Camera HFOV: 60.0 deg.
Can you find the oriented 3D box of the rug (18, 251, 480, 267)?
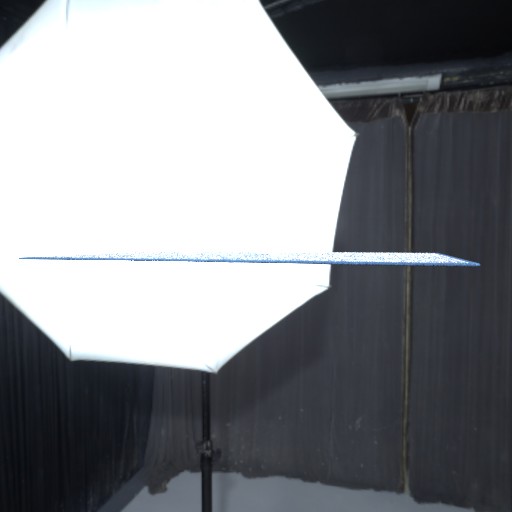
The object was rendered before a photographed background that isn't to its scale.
[{"bbox_3d":[0.000,0.000,2.965,2.441,0.015,1.526,1,2,16],"label":"rug"}]
